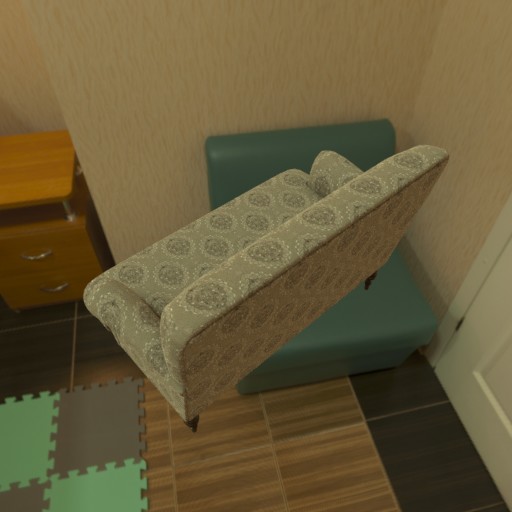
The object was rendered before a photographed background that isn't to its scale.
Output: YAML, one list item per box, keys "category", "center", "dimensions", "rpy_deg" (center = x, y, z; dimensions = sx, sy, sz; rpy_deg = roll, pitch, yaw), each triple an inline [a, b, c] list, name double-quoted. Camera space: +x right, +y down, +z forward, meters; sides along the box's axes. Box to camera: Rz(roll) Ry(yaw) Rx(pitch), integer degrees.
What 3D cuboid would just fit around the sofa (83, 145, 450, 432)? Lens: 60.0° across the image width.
- category: "sofa"
  center: [0.000, 0.000, 1.805]
  dimensions: [1.297, 0.889, 0.779]
  rpy_deg: [-33, 55, -27]
